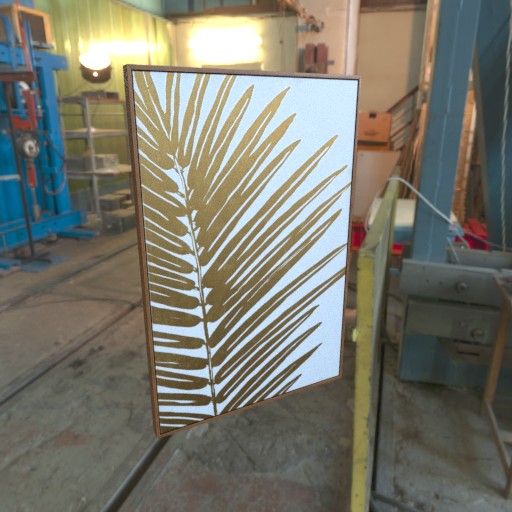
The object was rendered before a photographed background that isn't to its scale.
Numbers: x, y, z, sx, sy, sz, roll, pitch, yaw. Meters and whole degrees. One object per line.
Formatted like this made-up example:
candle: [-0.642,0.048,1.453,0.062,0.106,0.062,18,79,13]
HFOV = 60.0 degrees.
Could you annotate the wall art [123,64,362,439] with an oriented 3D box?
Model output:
wall art: [0.000,0.000,1.184,0.610,0.914,0.037,-9,20,-27]
